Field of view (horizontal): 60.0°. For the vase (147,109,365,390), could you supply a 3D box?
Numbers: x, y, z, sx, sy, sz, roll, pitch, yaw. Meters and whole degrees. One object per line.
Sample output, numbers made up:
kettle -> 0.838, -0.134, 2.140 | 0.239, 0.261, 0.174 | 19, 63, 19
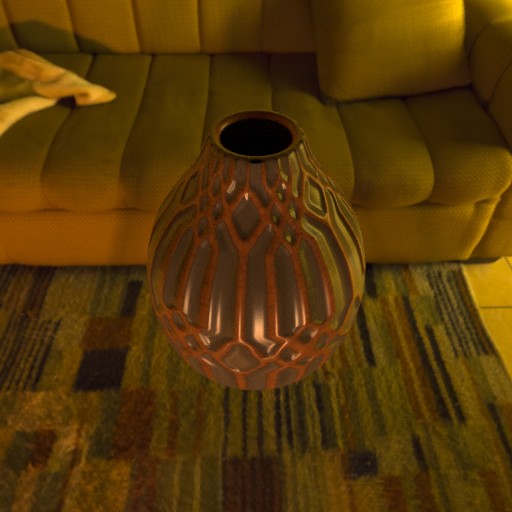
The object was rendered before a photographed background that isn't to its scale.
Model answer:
vase -> 0.000, 0.000, 0.140 | 0.069, 0.088, 0.069 | 0, 47, 0
